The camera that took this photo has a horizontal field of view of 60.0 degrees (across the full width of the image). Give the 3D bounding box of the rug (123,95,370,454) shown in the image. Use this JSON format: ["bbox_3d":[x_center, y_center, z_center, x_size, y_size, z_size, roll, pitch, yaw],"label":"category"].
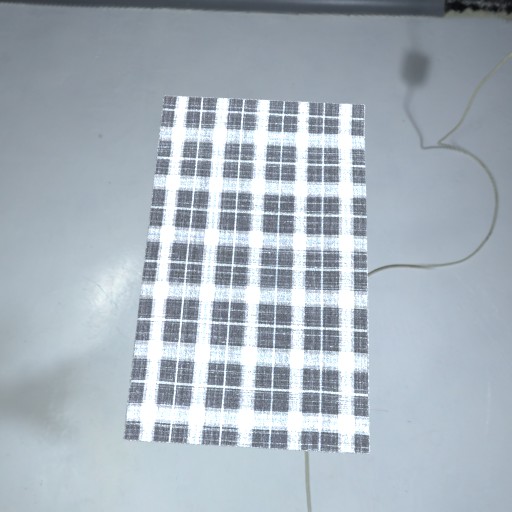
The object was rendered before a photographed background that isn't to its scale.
[{"bbox_3d":[0.000,0.000,3.025,1.520,0.015,2.434,3,75,1],"label":"rug"}]
